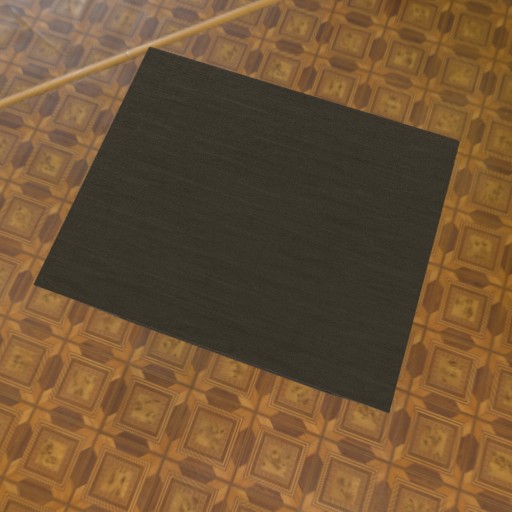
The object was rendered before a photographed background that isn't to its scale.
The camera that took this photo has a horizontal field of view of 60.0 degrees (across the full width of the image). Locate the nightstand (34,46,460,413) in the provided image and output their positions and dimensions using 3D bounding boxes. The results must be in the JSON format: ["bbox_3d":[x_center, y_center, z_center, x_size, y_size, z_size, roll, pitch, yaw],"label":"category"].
[{"bbox_3d":[0.000,0.000,0.754,0.427,0.448,0.347,19,76,5],"label":"nightstand"}]
